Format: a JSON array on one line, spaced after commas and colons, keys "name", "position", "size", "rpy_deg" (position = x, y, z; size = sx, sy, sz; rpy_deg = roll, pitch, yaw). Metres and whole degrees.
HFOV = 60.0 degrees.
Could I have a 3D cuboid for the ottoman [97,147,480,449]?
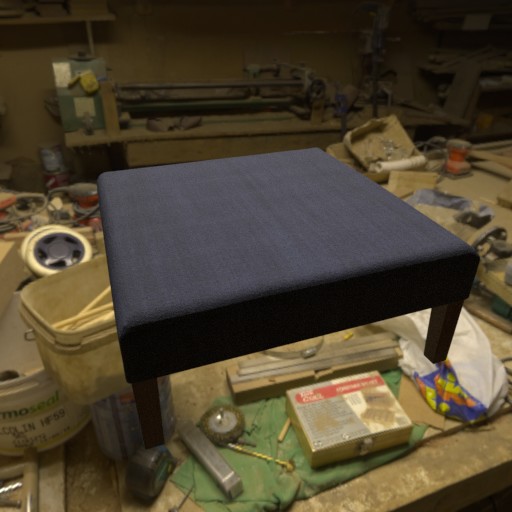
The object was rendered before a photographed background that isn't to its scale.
[{"name": "ottoman", "position": [0.000, 0.000, 1.415], "size": [0.889, 0.411, 0.890], "rpy_deg": [-11, 33, -17]}]
